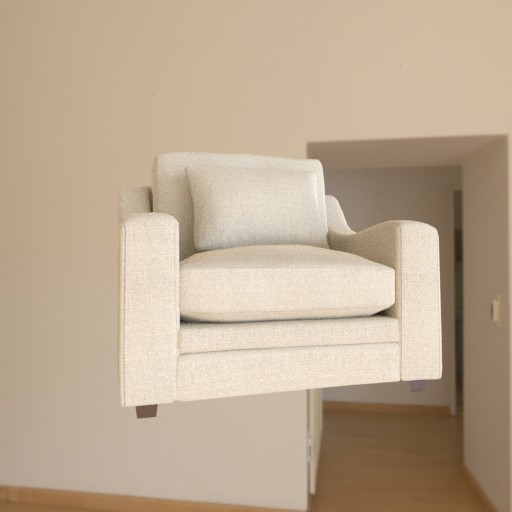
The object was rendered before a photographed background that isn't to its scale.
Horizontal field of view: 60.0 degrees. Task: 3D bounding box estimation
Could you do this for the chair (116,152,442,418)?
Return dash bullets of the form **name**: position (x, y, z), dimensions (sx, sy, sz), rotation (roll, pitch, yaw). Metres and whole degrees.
- **chair**: position (0.000, 0.000, 1.953), dimensions (1.178, 1.016, 1.009), rotation (0, -1, -16)
